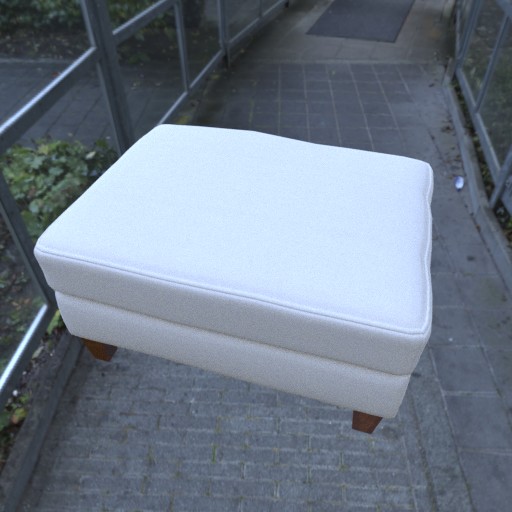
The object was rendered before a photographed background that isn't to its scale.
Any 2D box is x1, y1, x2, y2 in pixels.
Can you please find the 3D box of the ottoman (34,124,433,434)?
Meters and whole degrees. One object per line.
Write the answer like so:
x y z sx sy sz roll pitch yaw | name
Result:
0.000 0.000 1.173 0.818 0.479 0.634 11 43 12 | ottoman
